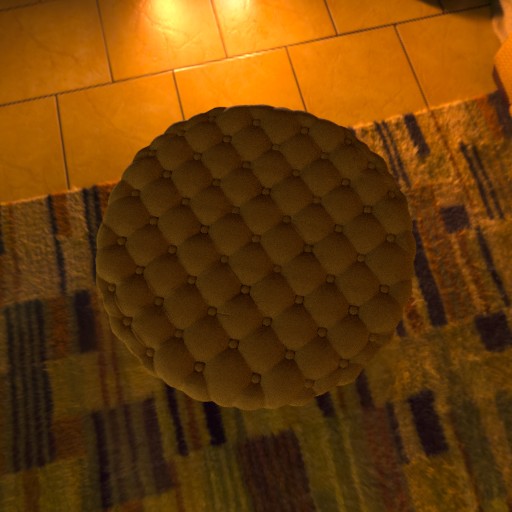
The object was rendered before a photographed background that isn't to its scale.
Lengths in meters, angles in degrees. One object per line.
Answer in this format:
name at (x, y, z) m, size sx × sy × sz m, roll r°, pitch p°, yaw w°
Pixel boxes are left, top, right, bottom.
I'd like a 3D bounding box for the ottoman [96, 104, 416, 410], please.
ottoman at (0.000, 0.000, 1.511) m, size 0.998 × 0.399 × 0.998 m, roll 0°, pitch 73°, yaw 0°
